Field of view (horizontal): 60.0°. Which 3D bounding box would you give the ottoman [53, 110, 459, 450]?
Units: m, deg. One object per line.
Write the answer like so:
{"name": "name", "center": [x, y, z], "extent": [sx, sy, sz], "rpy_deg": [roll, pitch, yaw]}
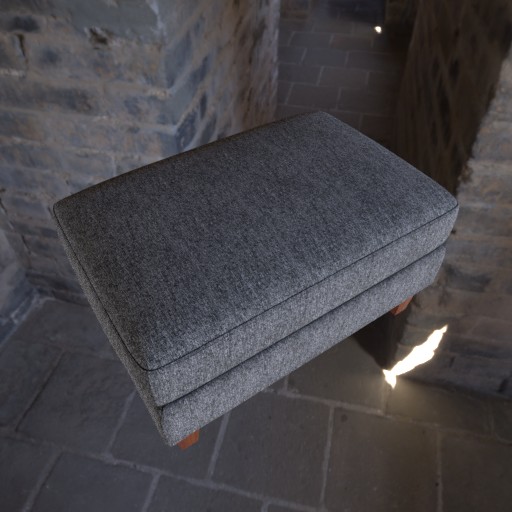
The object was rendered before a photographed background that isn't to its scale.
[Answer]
{"name": "ottoman", "center": [0.000, 0.000, 1.199], "extent": [0.864, 0.483, 0.584], "rpy_deg": [-26, 51, -23]}
